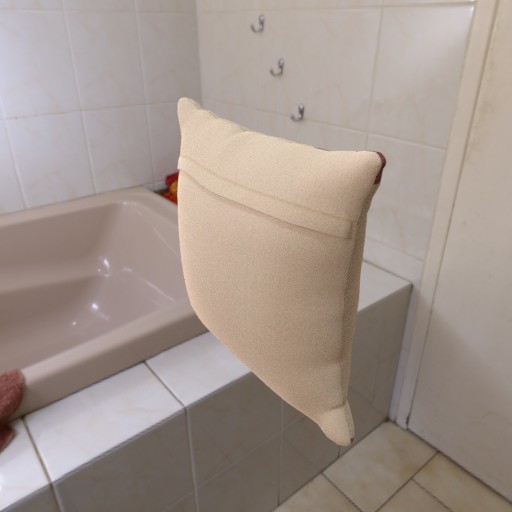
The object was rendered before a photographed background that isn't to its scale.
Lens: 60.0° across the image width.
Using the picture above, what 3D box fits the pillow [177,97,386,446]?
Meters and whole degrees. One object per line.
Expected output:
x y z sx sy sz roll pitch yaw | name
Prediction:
0.000 0.000 0.822 0.229 0.506 0.536 -19 33 -32 | pillow
